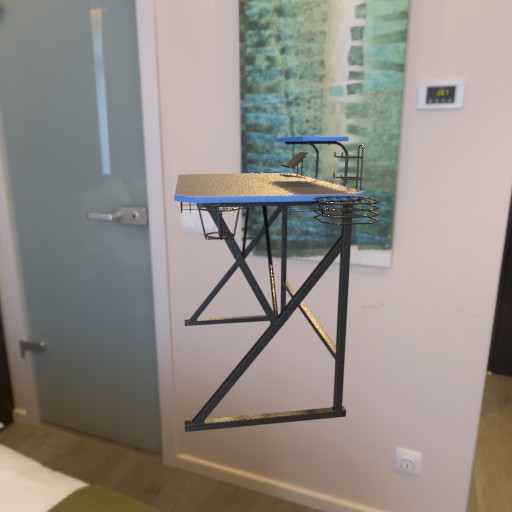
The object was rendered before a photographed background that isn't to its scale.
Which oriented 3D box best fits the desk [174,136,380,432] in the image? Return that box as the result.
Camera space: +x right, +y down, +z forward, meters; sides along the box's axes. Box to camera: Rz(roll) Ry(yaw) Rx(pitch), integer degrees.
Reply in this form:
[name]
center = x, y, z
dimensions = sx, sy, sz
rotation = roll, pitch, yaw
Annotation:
[desk]
center = 0.000, 0.000, 1.757
dimensions = 0.594, 0.909, 1.295
rotation = -2, 14, -9
